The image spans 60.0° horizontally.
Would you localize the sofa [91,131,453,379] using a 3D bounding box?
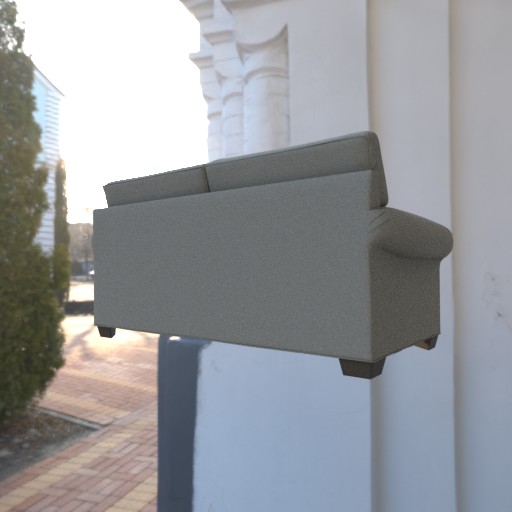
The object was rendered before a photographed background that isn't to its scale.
[{"bbox_3d":[0.000,0.000,2.476,1.930,0.952,0.940,-1,-2,37],"label":"sofa"}]
